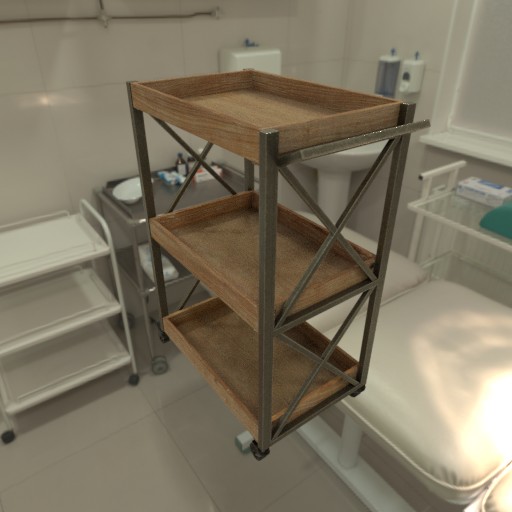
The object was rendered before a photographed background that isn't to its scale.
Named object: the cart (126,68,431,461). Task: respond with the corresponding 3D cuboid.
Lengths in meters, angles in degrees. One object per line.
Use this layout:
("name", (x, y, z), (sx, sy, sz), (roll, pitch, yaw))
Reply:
("cart", (0.000, 0.000, 1.177), (0.377, 0.835, 0.673), (-21, 37, -30))
